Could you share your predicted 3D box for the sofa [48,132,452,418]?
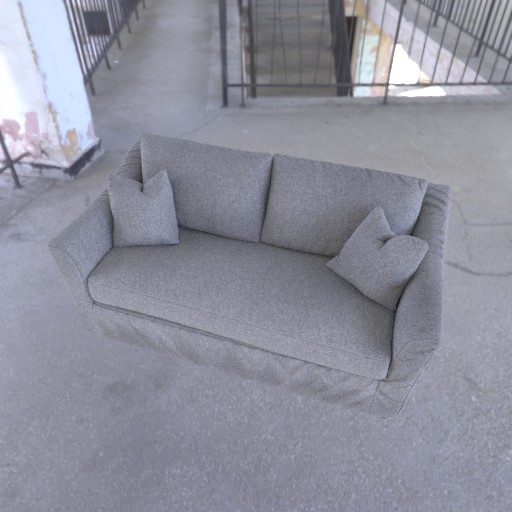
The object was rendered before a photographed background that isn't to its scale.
[{"bbox_3d":[0.000,0.000,2.594,2.010,1.018,1.072,12,42,14],"label":"sofa"}]
